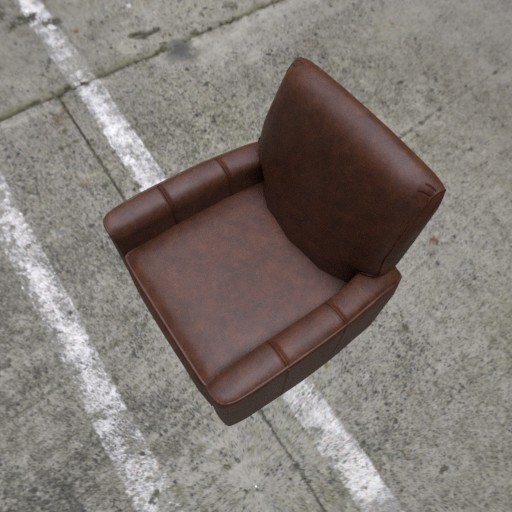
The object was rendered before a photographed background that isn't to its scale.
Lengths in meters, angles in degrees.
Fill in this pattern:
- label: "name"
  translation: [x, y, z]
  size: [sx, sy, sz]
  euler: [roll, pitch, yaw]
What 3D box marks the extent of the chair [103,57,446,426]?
- label: "chair"
  translation: [0.000, 0.000, 1.626]
  size: [0.850, 1.010, 0.839]
  euler: [-32, 67, -15]
